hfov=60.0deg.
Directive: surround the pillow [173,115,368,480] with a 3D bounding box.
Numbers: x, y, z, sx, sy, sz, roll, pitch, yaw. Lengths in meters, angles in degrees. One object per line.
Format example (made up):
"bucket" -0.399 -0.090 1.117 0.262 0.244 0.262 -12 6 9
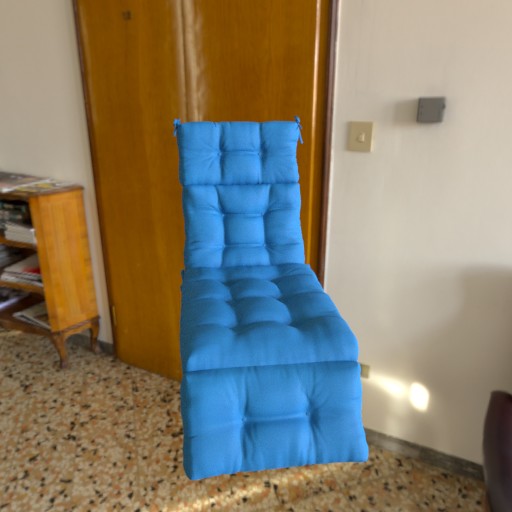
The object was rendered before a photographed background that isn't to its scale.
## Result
"pillow" 0.000 0.000 1.465 0.526 0.863 1.016 -3 19 -7
